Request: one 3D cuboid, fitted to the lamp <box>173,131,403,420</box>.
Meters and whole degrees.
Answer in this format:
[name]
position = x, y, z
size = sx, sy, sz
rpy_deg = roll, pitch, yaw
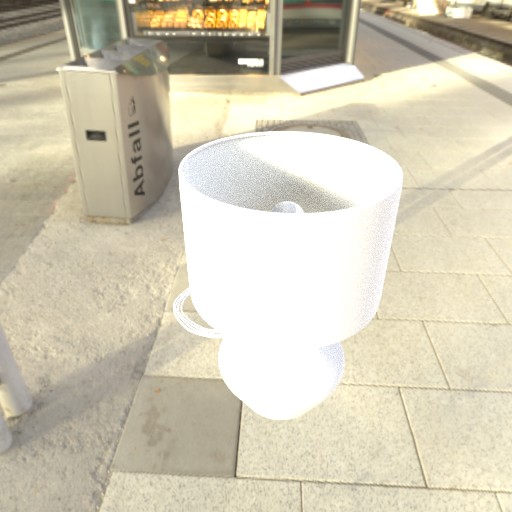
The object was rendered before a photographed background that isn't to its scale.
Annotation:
[lamp]
position = 0.000, 0.000, 0.838
size = 0.401, 0.457, 0.546
rpy_deg = 0, 33, 1
